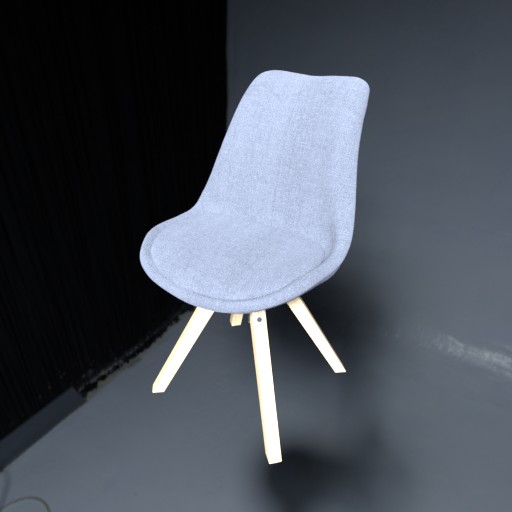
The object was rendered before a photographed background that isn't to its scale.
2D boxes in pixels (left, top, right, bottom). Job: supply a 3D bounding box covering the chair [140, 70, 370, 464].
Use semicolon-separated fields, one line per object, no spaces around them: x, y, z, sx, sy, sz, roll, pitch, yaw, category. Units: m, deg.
0.000;0.000;1.172;0.485;0.850;0.550;19;34;30;chair
